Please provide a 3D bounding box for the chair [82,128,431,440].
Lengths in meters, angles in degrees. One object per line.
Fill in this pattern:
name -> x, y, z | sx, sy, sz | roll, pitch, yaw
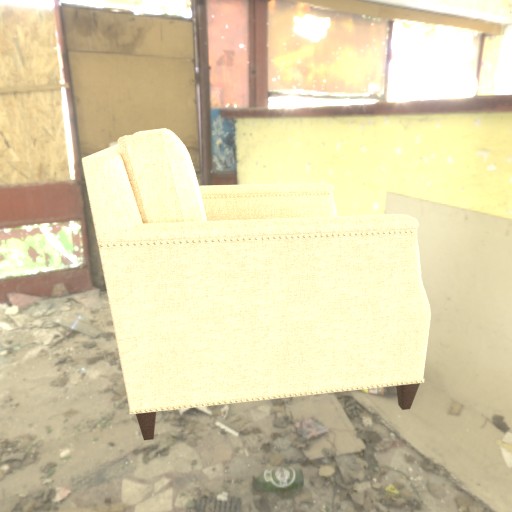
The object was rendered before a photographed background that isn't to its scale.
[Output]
chair -> 0.000, 0.000, 1.706 | 1.041, 0.940, 0.838 | -3, 17, -10
